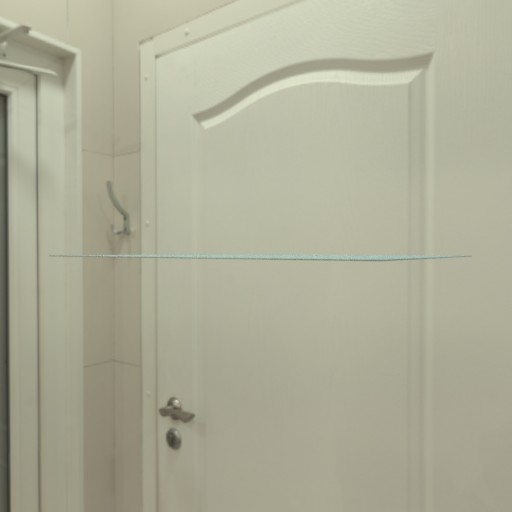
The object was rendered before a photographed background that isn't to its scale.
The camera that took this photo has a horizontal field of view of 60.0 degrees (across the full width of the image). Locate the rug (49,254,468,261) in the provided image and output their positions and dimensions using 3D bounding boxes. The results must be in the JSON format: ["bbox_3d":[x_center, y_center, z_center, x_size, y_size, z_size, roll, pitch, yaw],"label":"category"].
[{"bbox_3d":[0.000,0.000,3.673,2.895,0.006,1.982,1,1,37],"label":"rug"}]
